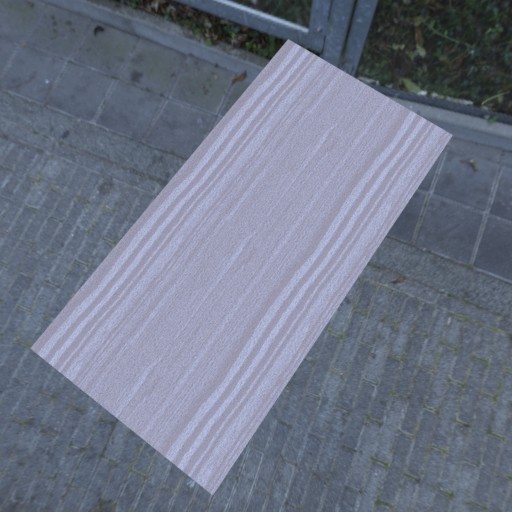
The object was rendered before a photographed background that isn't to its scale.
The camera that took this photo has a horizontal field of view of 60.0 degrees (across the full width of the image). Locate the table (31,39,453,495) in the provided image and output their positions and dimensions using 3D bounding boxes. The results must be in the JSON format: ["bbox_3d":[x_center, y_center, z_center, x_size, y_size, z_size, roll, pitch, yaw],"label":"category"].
[{"bbox_3d":[0.000,0.000,1.463,0.600,0.450,1.200,34,77,9],"label":"table"}]
